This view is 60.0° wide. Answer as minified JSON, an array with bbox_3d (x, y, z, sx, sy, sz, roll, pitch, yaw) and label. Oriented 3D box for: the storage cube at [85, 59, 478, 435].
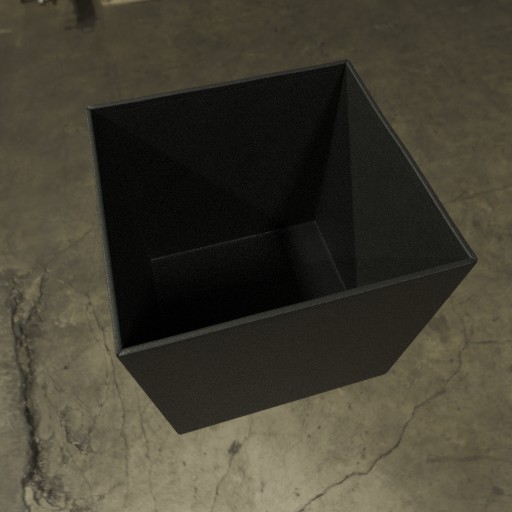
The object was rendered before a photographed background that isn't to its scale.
[{"bbox_3d":[0.000,0.000,0.491,0.270,0.280,0.270,-14,59,-8],"label":"storage cube"}]
